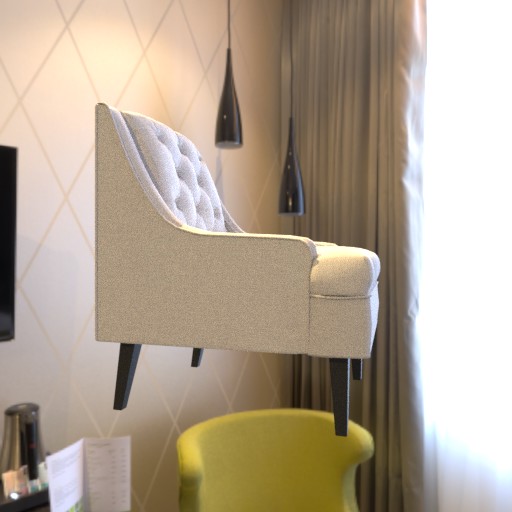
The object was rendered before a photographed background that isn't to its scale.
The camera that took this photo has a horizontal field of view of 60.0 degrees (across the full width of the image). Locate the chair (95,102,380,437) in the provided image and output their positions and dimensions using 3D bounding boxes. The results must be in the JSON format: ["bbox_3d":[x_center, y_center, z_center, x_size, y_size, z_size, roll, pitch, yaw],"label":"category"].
[{"bbox_3d":[0.000,0.000,1.444,0.772,0.891,0.658,0,0,17],"label":"chair"}]
